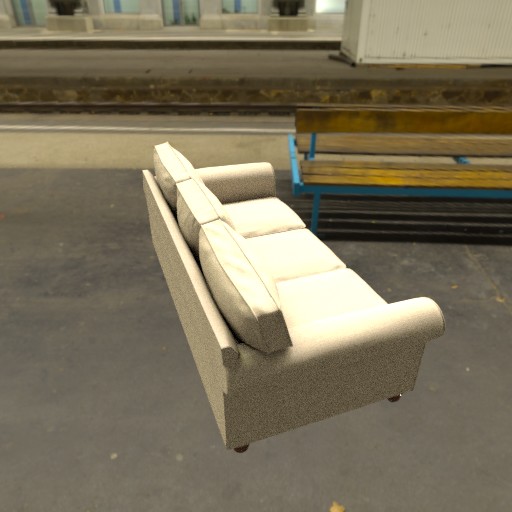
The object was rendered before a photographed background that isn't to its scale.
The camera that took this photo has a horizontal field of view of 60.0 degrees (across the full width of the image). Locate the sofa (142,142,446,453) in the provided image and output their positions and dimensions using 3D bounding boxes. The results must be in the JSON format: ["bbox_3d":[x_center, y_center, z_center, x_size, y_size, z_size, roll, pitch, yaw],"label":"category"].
[{"bbox_3d":[0.000,0.000,2.649,0.998,0.889,2.118,-11,33,-17],"label":"sofa"}]
